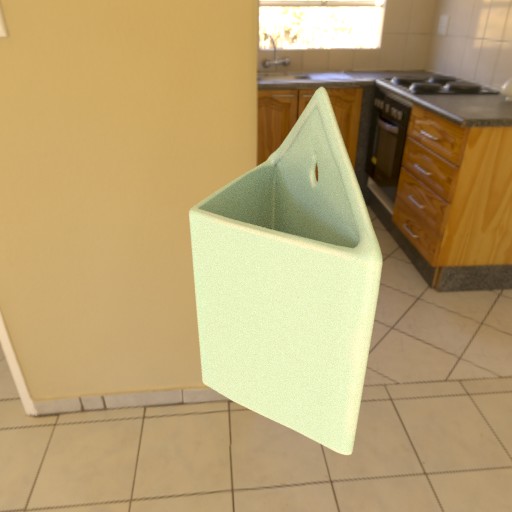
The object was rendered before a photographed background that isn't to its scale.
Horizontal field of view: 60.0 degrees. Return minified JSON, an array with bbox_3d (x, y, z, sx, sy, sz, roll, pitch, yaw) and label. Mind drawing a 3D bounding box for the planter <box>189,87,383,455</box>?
[{"bbox_3d":[0.000,0.000,0.278,0.079,0.197,0.164,-8,30,-13],"label":"planter"}]
